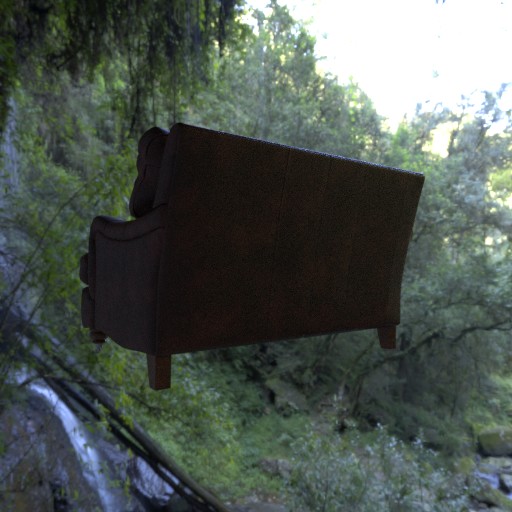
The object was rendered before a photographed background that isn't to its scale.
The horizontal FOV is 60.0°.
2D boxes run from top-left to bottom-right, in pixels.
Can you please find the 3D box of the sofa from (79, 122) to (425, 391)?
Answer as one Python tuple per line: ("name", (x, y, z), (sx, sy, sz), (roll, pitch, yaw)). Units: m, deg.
("sofa", (0.000, 0.000, 2.447), (1.628, 1.070, 1.148), (1, -2, -36))
